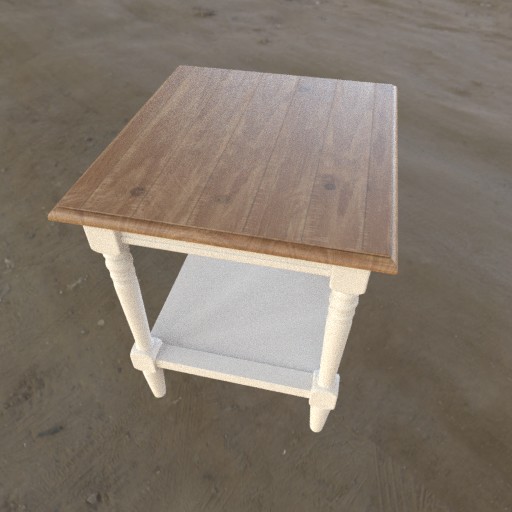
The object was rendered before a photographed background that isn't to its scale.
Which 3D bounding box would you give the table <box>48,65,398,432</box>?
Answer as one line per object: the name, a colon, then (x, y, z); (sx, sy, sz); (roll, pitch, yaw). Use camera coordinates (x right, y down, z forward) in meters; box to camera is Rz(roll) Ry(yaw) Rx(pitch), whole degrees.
table: (0.000, 0.000, 0.921); (0.457, 0.561, 0.508); (9, 45, 9)
